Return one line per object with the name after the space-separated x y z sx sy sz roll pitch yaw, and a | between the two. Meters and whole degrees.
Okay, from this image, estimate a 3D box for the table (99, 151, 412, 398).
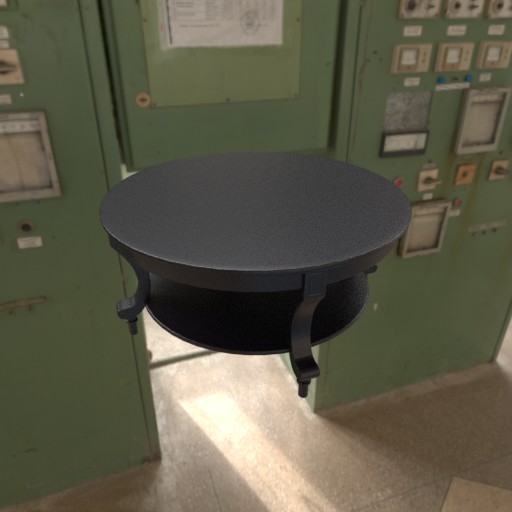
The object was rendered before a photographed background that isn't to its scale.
0.000 0.000 1.637 1.029 0.491 1.029 0 29 0 | table
